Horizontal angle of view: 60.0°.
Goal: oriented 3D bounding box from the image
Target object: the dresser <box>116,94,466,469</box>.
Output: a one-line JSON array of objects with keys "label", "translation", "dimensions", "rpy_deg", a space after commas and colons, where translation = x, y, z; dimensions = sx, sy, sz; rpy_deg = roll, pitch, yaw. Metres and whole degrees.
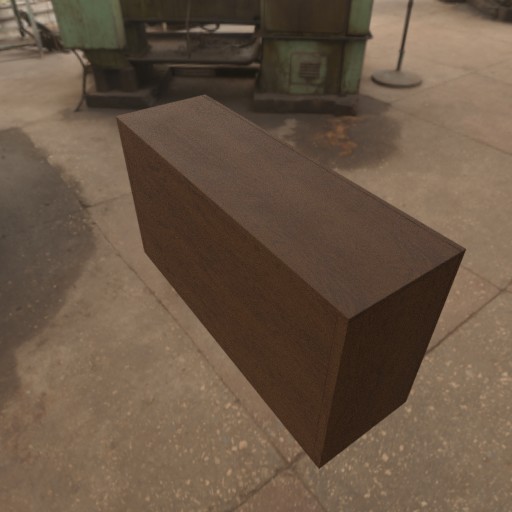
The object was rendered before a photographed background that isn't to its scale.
[{"label": "dresser", "translation": [0.000, 0.000, 1.969], "dimensions": [0.512, 0.889, 1.523], "rpy_deg": [-24, 46, -26]}]
